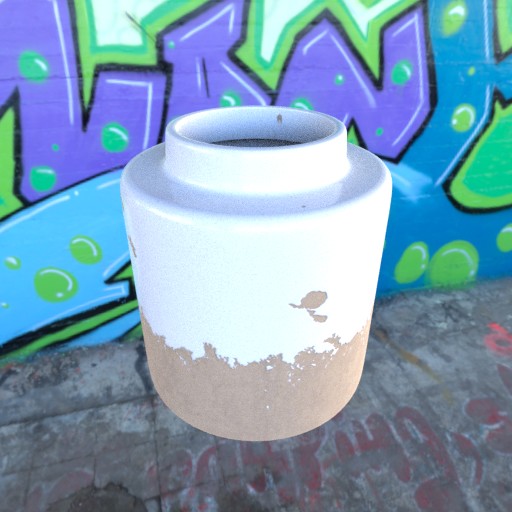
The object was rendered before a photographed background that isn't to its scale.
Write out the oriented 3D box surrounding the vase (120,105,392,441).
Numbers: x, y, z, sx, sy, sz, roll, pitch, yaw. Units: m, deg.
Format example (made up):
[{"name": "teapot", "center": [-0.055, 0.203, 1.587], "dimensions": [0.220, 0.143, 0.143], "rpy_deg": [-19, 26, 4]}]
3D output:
[{"name": "vase", "center": [0.000, 0.000, 0.284], "dimensions": [0.153, 0.167, 0.153], "rpy_deg": [0, 30, 0]}]
